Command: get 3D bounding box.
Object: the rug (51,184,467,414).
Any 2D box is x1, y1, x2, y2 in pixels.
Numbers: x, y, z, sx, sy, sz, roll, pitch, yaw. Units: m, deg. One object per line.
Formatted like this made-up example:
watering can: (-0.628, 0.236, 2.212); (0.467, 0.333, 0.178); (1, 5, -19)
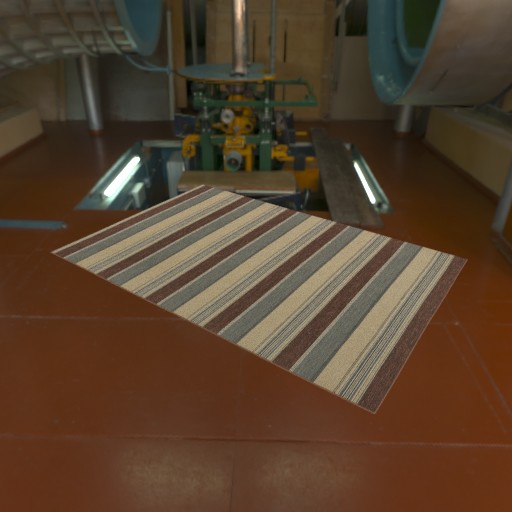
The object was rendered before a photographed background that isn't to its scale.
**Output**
rug: (0.000, 0.000, 2.334); (1.829, 0.008, 1.219); (20, 36, 30)
